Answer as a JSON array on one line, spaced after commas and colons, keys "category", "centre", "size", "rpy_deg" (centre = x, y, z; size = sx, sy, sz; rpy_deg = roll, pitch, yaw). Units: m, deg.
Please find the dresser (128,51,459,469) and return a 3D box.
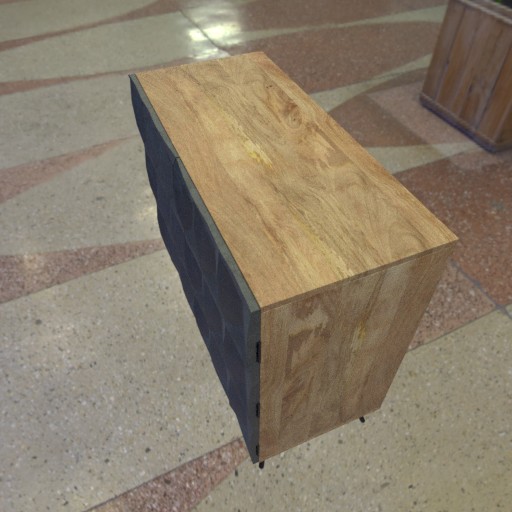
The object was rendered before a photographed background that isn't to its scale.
[{"category": "dresser", "centre": [0.000, 0.000, 1.405], "size": [0.446, 0.847, 0.967], "rpy_deg": [-17, 49, -16]}]
